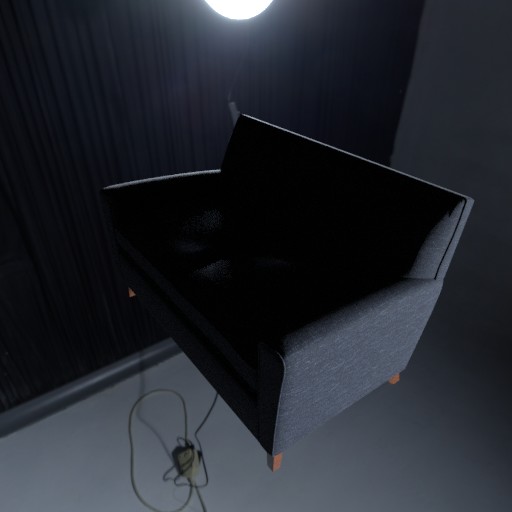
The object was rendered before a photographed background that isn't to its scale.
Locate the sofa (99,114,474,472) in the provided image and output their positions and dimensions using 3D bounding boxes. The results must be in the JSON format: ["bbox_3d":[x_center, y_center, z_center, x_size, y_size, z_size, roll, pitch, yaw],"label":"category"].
[{"bbox_3d":[0.000,0.000,1.972,0.875,0.846,1.420,-22,38,-30],"label":"sofa"}]
